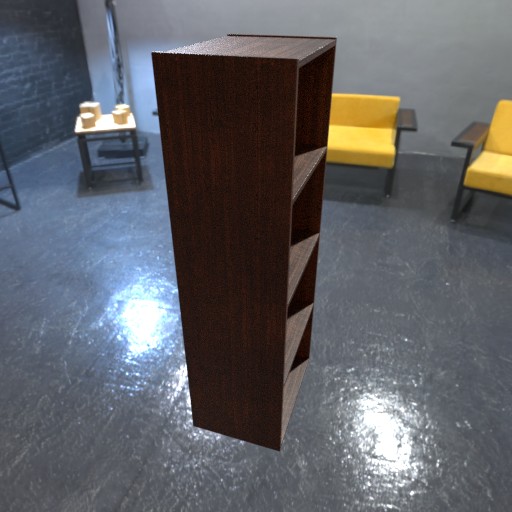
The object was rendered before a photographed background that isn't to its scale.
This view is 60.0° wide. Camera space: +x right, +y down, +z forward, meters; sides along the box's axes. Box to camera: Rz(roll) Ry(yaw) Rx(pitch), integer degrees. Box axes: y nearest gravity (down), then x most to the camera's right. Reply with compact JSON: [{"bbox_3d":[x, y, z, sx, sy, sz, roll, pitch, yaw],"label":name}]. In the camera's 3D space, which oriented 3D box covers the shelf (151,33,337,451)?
[{"bbox_3d":[0.000,0.000,1.266,0.290,1.099,0.415,10,33,16],"label":"shelf"}]
